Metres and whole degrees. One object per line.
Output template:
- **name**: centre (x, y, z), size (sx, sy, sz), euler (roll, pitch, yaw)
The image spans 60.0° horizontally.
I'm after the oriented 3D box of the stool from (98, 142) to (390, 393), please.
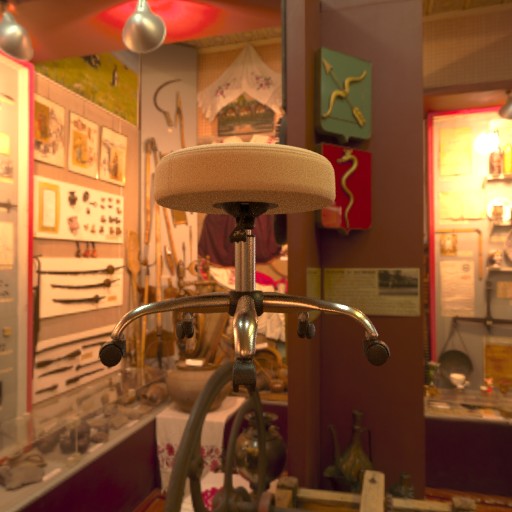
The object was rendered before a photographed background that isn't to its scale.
- **stool**: centre (0.000, 0.000, 1.067), size (0.614, 0.482, 0.634), euler (0, -1, 17)
